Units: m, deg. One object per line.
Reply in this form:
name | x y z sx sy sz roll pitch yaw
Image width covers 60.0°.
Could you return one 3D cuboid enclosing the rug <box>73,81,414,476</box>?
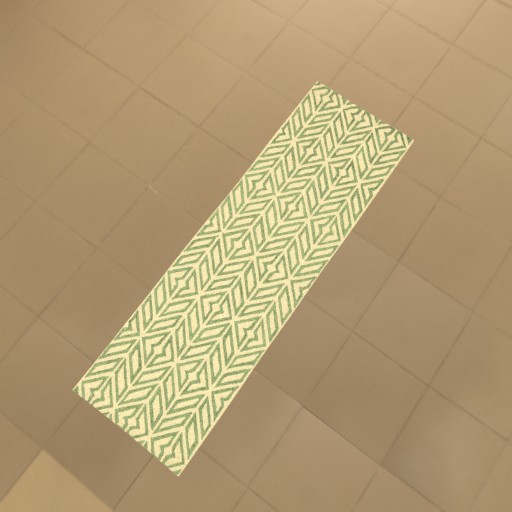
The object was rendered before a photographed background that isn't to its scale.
rug | 0.000 0.000 2.649 0.750 0.009 2.435 35 78 9
